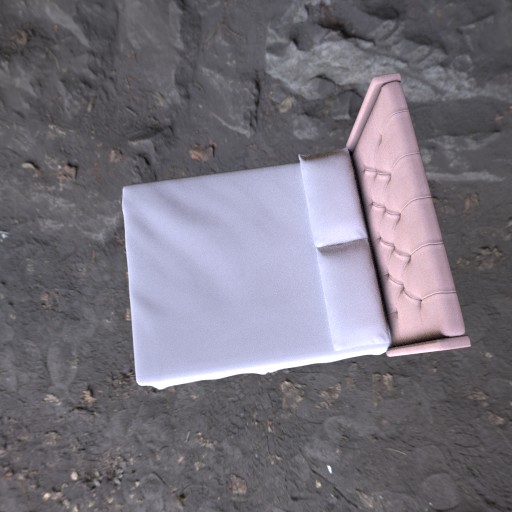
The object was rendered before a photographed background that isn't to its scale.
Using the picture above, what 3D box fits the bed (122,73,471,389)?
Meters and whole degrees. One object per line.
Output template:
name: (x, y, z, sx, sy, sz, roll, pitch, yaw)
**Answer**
bed: (0.000, 0.000, 3.302, 2.066, 1.665, 1.719, -8, 75, -2)
